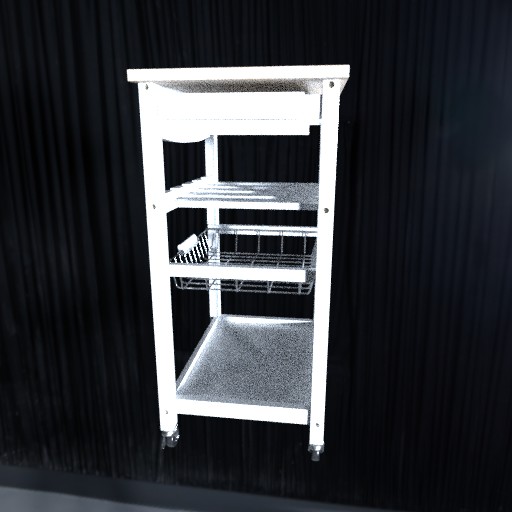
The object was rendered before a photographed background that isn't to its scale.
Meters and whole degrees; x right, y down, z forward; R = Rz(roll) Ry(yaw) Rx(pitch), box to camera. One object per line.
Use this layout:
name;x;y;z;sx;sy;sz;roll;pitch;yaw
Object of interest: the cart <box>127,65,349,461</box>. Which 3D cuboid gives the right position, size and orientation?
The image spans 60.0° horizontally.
cart;0.000;0.000;1.183;0.406;0.857;0.578;2;15;8
